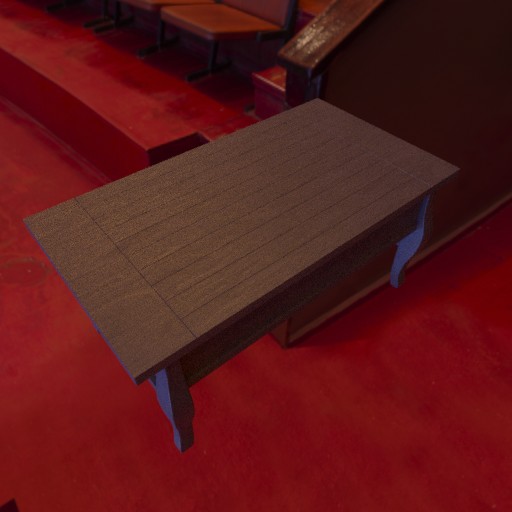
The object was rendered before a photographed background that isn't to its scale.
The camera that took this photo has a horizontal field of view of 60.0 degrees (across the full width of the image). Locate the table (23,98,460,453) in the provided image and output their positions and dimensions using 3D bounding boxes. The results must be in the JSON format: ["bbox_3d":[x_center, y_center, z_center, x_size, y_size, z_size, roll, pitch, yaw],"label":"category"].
[{"bbox_3d":[0.000,0.000,1.386,1.062,0.494,0.600,-30,52,-27],"label":"table"}]
